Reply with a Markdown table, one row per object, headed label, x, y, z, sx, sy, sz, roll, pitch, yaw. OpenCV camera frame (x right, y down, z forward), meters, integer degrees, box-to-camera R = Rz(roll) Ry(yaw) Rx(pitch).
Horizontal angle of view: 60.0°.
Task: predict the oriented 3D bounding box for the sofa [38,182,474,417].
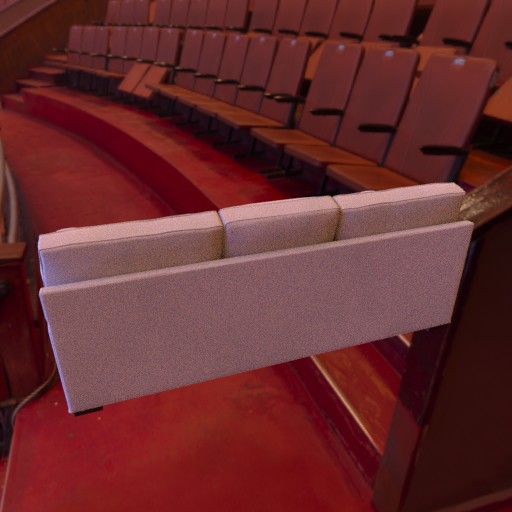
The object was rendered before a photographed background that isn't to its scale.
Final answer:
| label | x | y | z | sx | sy | sz | roll | pitch | yaw |
| --- | --- | --- | --- | --- | --- | --- | --- | --- | --- |
| sofa | 0.000 | 0.000 | 2.489 | 2.088 | 0.862 | 0.935 | -9 | 29 | -17 |
